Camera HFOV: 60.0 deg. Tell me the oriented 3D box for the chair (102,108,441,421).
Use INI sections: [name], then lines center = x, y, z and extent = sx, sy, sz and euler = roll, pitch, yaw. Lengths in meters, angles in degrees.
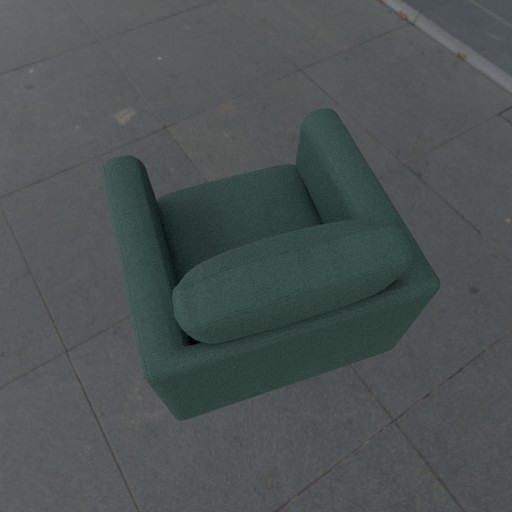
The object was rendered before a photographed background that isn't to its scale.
[chair]
center = 0.000, 0.000, 1.554
extent = 0.855, 0.927, 0.800
euler = -16, 61, -9
